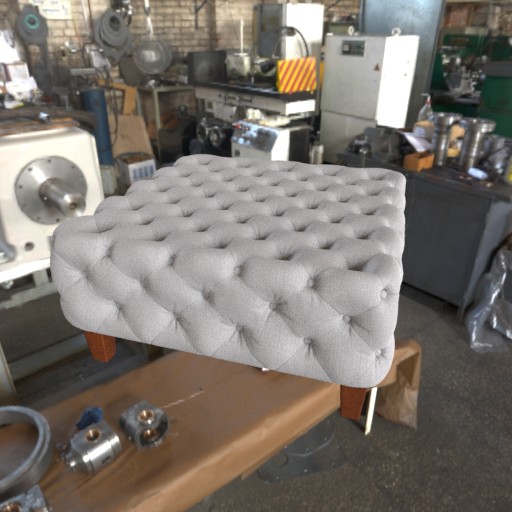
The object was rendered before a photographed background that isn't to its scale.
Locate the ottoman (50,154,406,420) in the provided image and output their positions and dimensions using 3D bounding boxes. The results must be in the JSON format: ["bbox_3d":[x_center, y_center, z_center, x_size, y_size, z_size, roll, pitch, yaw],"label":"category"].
[{"bbox_3d":[0.000,0.000,1.219,0.758,0.365,0.764,8,28,15],"label":"ottoman"}]
